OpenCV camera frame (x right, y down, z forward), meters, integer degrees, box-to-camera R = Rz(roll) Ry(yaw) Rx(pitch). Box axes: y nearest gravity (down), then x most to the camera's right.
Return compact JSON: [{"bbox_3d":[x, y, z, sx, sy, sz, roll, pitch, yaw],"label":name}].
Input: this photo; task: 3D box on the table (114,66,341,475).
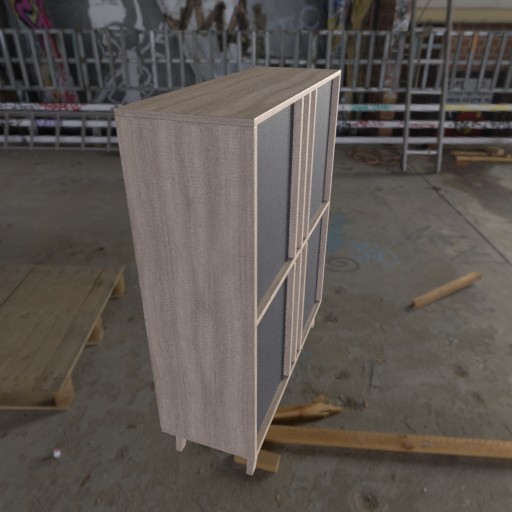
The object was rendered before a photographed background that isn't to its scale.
[{"bbox_3d":[0.000,0.000,1.903,0.398,1.388,1.111,10,30,18],"label":"table"}]
